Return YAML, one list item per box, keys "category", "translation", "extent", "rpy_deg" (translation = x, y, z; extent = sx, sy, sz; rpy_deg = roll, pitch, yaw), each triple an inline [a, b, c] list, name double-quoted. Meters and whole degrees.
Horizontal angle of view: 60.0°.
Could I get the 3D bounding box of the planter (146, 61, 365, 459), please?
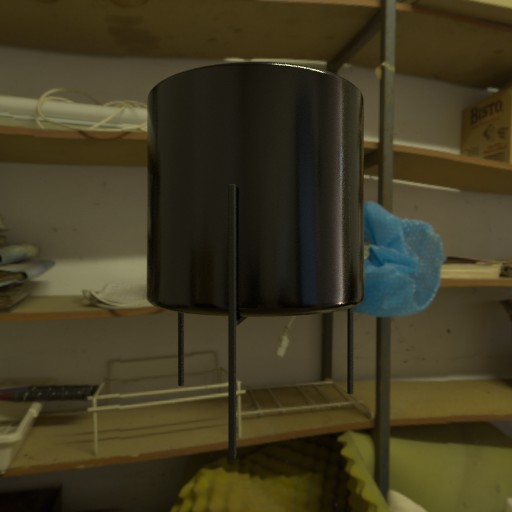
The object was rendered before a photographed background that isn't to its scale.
- category: "planter"
  translation: [0.000, 0.000, 0.639]
  extent: [0.310, 0.432, 0.310]
  rpy_deg: [0, 1, -36]
